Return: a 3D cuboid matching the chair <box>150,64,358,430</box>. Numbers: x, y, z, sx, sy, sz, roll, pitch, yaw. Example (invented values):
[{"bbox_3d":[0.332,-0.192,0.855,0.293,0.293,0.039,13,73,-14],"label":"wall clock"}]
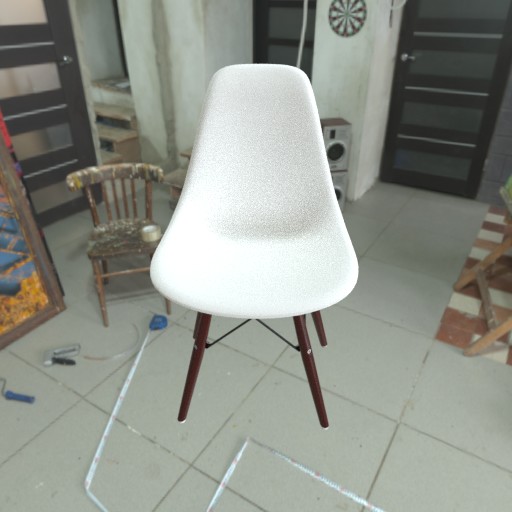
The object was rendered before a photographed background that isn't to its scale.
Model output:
[{"bbox_3d":[0.000,0.000,1.114,0.470,0.826,0.533,1,31,2],"label":"chair"}]
